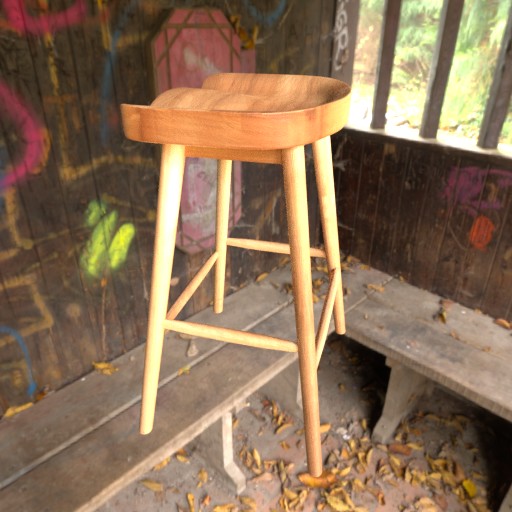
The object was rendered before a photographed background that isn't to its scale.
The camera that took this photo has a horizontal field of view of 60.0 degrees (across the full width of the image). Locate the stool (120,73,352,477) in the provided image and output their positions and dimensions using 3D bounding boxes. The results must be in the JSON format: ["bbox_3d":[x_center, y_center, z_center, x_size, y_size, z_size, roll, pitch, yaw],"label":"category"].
[{"bbox_3d":[0.000,0.000,0.861,0.361,0.615,0.440,8,30,14],"label":"stool"}]
